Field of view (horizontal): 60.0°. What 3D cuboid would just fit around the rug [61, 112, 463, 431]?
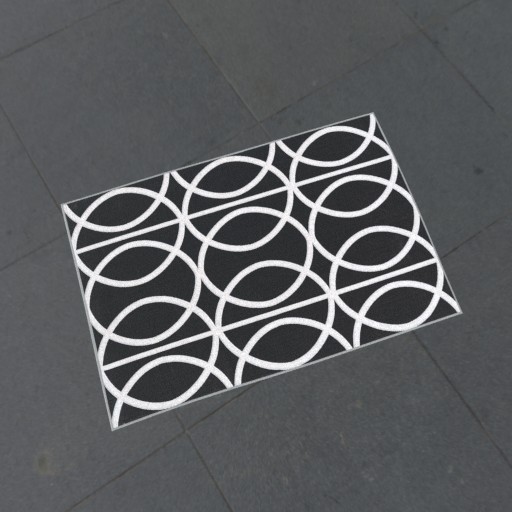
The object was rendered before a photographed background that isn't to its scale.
[{"bbox_3d":[0.000,0.000,2.907,2.290,0.014,1.526,-17,76,-5],"label":"rug"}]
